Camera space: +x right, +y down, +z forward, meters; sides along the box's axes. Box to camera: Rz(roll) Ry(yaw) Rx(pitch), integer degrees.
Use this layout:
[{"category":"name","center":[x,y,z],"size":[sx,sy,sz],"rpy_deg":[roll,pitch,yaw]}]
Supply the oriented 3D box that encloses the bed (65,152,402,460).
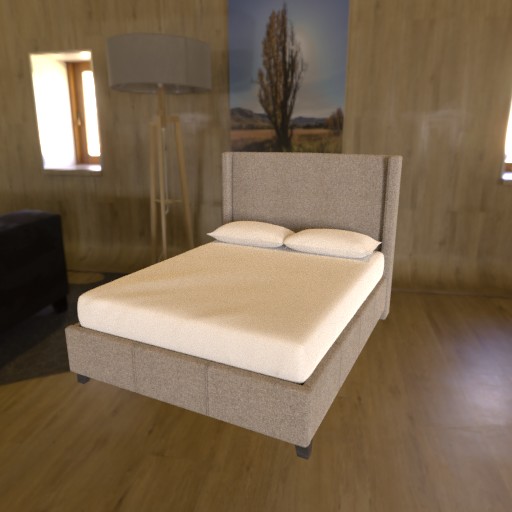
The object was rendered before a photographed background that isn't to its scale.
[{"category":"bed","center":[0.000,0.000,3.428],"size":[1.714,1.476,2.245],"rpy_deg":[8,17,26]}]
